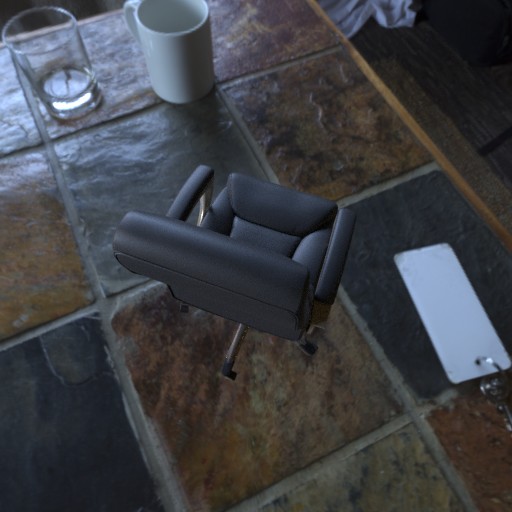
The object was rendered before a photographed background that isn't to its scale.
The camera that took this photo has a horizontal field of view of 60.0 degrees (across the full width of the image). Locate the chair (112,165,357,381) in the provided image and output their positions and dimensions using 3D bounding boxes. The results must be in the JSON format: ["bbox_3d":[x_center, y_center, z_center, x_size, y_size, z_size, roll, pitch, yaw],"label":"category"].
[{"bbox_3d":[0.000,0.000,1.649,0.694,1.188,0.748,19,66,9],"label":"chair"}]
